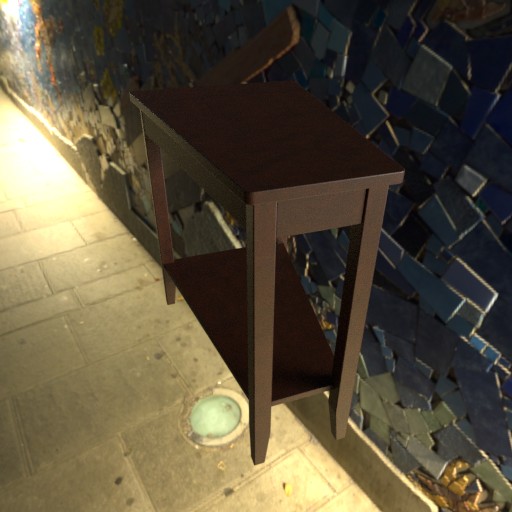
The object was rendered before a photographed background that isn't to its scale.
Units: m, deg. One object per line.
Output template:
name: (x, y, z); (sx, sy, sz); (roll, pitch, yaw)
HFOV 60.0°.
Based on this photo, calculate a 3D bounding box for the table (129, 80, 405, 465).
table: (0.000, 0.000, 0.963); (0.399, 0.589, 0.605); (-10, 34, -16)
